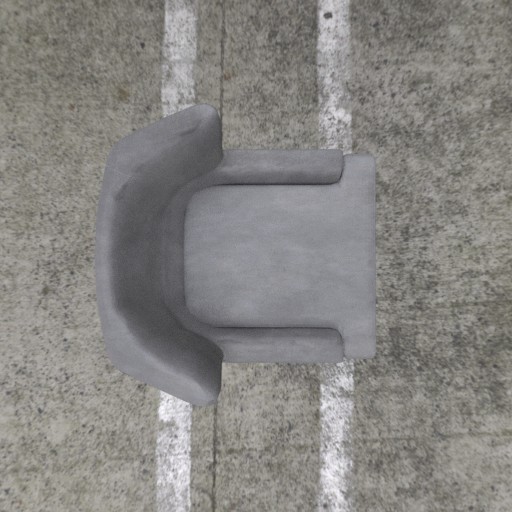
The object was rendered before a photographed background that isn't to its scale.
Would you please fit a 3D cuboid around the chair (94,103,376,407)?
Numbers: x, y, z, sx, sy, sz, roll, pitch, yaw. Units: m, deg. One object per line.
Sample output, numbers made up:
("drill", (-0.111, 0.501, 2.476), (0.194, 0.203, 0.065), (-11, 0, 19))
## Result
("chair", (0.000, 0.000, 1.600), (0.906, 0.950, 0.784), (0, 90, 0))
